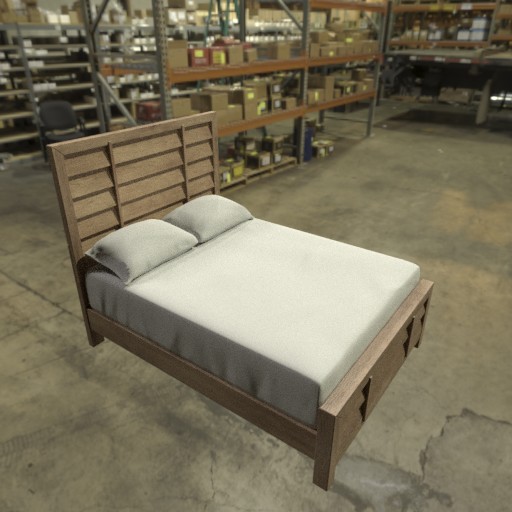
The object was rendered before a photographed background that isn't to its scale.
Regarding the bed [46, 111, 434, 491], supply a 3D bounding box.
[{"bbox_3d":[0.000,0.000,3.254,2.197,1.626,1.626,19,33,32],"label":"bed"}]
